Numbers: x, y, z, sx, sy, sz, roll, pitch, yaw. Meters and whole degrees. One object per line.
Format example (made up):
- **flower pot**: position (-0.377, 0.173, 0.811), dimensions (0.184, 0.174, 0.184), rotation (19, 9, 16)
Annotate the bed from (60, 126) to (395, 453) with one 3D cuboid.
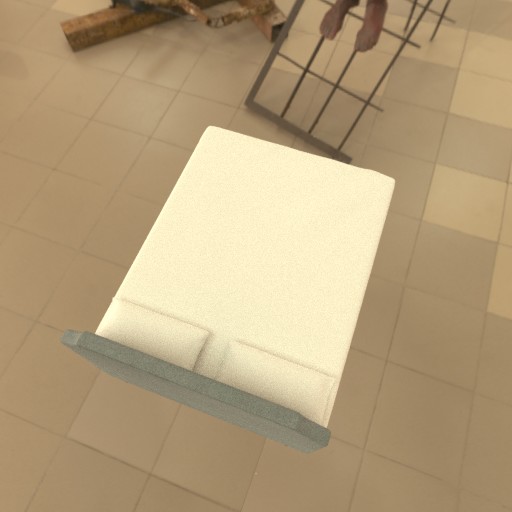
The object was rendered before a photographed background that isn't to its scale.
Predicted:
- **bed**: position (0.000, 0.000, 3.642), dimensions (1.977, 1.306, 2.464), rotation (18, 65, 9)
